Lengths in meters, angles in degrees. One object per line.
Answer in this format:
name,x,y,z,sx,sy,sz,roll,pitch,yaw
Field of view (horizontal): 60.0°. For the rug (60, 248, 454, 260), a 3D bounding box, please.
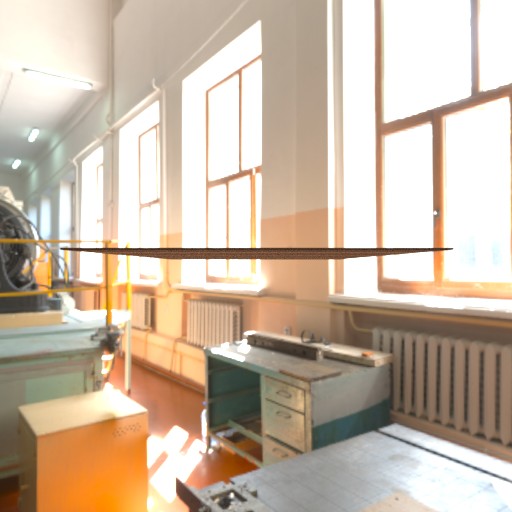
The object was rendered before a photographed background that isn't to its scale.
rug,0.000,0.000,2.281,1.219,0.008,1.829,0,-1,0
